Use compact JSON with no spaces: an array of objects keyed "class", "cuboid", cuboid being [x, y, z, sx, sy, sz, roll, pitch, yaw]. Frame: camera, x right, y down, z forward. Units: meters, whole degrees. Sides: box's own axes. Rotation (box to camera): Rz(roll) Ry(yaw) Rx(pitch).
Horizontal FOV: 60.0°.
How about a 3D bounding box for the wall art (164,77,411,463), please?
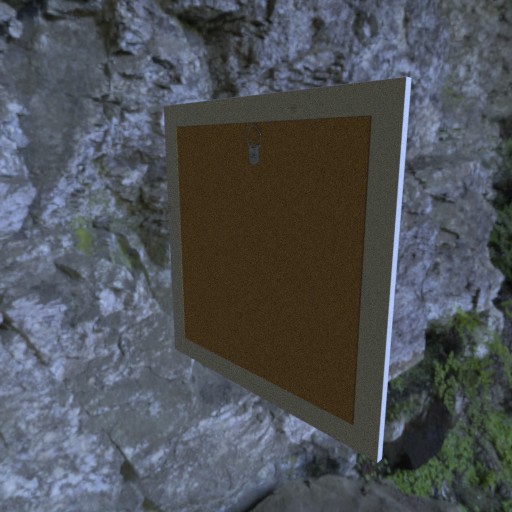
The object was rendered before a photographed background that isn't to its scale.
[{"class":"wall art","cuboid":[0.000,0.000,0.842,0.015,0.577,0.572,-13,19,-42]}]
